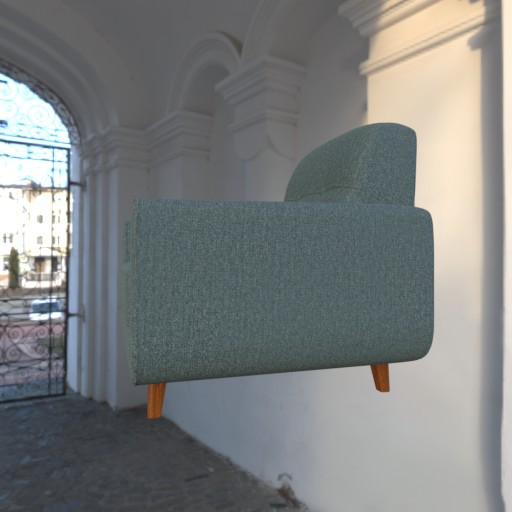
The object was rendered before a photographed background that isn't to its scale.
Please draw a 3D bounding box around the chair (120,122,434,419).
[{"bbox_3d":[0.000,0.000,1.668,0.964,0.940,0.880,0,0,-18],"label":"chair"}]
